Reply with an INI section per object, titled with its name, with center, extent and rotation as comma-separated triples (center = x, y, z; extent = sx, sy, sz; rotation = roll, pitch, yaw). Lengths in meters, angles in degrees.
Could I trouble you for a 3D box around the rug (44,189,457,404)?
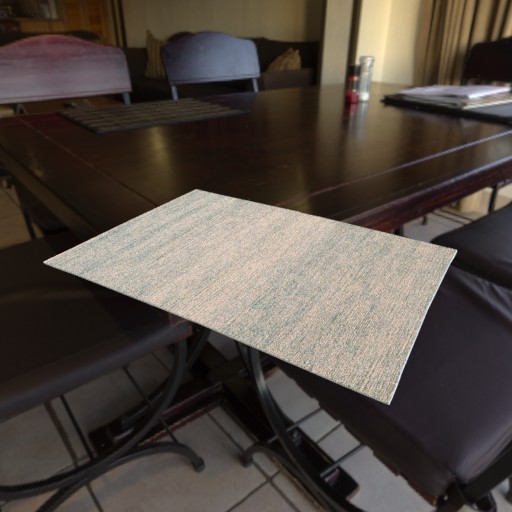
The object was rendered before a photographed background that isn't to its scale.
[rug]
center = 0.000, 0.000, 2.988
extent = 2.306, 0.030, 1.613
rotation = 17, 33, 27
